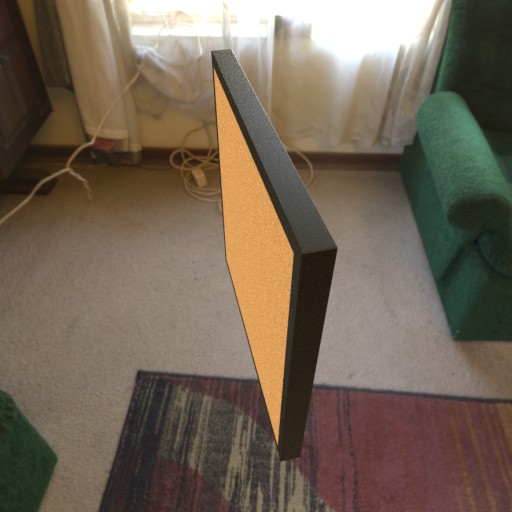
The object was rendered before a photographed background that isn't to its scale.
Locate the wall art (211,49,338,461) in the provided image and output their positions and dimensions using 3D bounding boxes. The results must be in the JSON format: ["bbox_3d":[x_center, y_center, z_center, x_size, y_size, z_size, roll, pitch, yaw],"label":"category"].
[{"bbox_3d":[0.000,0.000,0.765,0.036,0.508,0.508,-10,46,-10],"label":"wall art"}]
